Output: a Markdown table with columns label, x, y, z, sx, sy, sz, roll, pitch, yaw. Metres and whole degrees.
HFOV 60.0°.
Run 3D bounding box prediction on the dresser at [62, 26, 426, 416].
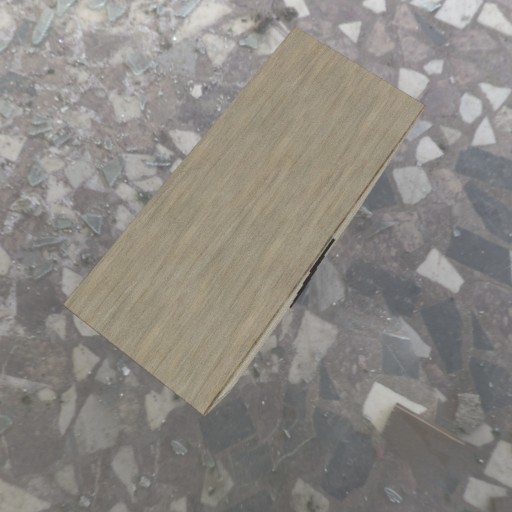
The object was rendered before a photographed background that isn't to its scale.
| label | x | y | z | sx | sy | sz | roll | pitch | yaw |
| --- | --- | --- | --- | --- | --- | --- | --- | --- | --- |
| dresser | 0.000 | 0.000 | 1.760 | 0.457 | 1.219 | 1.016 | 35 | 79 | 8 |
